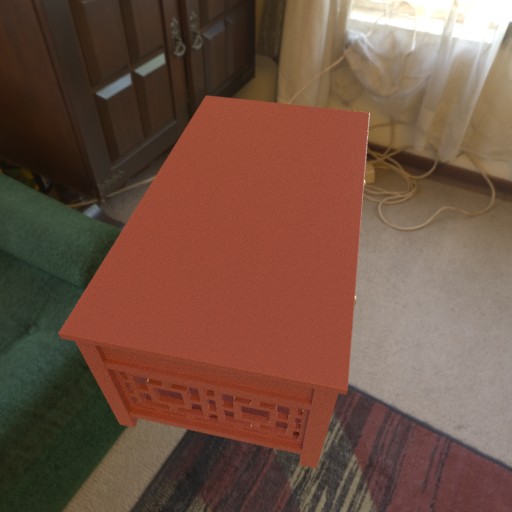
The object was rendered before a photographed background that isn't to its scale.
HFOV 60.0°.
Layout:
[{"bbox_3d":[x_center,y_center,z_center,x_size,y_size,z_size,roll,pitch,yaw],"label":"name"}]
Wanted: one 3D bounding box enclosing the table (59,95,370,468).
[{"bbox_3d":[0.000,0.000,1.417,0.612,0.493,1.068,9,47,8],"label":"table"}]
